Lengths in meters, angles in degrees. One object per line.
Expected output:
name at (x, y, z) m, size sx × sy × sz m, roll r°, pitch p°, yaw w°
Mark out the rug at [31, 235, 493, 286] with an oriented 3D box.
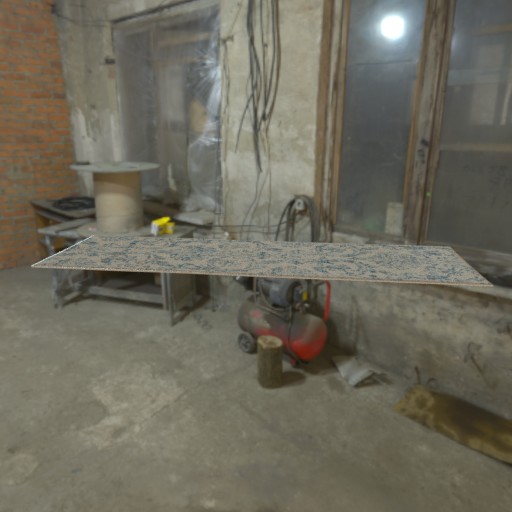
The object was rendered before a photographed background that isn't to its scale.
rug at (0.000, 0.000, 2.402) m, size 2.196 × 0.011 × 0.662 m, roll 2°, pitch 16°, yaw 7°
